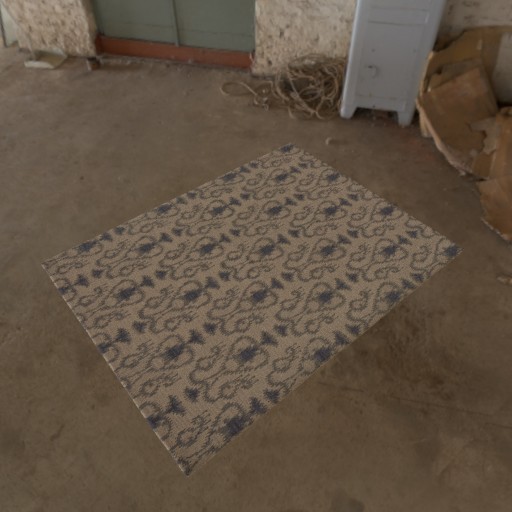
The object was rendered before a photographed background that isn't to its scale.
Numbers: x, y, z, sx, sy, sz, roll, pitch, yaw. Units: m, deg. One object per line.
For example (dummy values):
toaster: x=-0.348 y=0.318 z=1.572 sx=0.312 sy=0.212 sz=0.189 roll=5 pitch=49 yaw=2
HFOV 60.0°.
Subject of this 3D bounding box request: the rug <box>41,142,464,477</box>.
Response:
rug: x=0.000 y=0.000 z=4.185 sx=3.205 sy=0.015 sz=2.437 roll=-31 pitch=54 yaw=-26
